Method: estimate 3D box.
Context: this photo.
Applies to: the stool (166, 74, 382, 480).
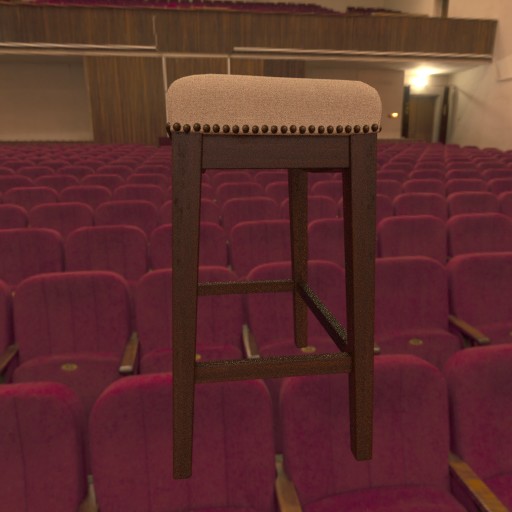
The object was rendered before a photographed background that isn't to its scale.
[{"bbox_3d":[0.000,0.000,0.958,0.363,0.669,0.509,-2,14,-8],"label":"stool"}]
